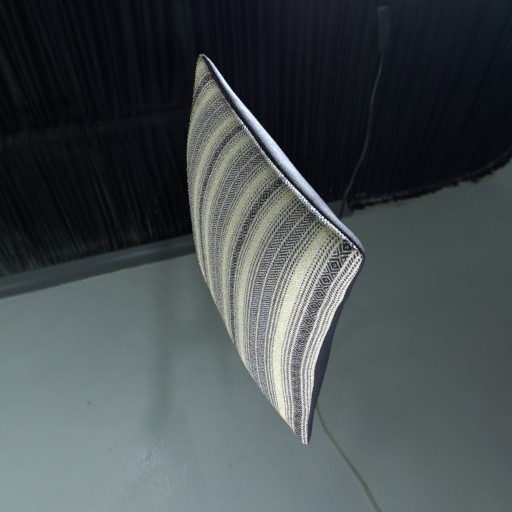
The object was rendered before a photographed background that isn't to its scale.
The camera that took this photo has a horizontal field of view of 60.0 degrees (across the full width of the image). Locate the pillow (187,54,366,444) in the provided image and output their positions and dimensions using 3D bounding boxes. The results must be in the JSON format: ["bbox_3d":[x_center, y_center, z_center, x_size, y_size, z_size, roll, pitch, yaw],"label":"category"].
[{"bbox_3d":[0.000,0.000,0.783,0.166,0.508,0.520,-17,49,-15],"label":"pillow"}]
